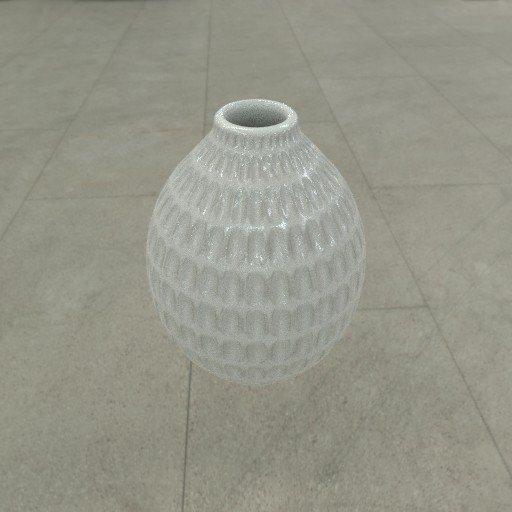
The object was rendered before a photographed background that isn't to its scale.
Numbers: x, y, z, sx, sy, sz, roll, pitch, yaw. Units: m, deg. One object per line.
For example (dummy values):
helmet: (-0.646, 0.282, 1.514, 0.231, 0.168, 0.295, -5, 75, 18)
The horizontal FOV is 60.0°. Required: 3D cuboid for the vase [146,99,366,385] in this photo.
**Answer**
vase: (0.000, 0.000, 0.335, 0.162, 0.223, 0.162, 0, 40, 0)
